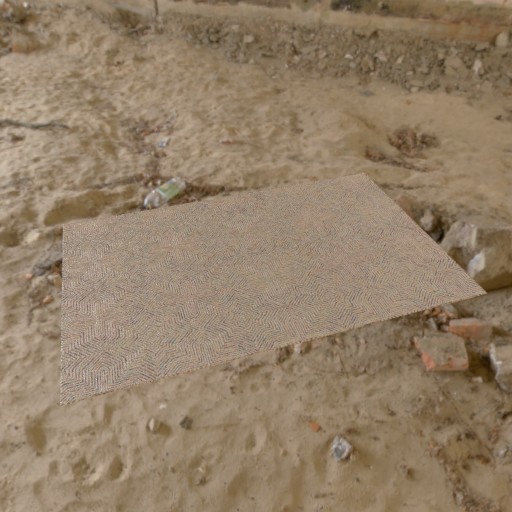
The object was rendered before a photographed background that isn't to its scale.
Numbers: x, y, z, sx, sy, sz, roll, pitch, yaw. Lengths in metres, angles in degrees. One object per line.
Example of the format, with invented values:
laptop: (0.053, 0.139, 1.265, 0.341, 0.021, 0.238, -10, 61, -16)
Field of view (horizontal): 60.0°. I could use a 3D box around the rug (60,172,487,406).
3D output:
rug: (0.000, 0.000, 2.924, 2.428, 0.007, 1.519, -12, 42, -14)
